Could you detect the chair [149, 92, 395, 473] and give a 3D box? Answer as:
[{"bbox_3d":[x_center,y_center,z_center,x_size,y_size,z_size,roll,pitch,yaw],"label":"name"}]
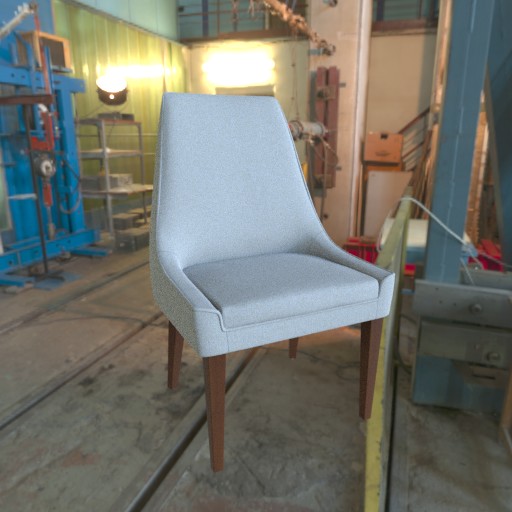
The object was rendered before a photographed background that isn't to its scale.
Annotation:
[{"bbox_3d":[0.000,0.000,1.201,0.529,0.861,0.544,-7,17,-25],"label":"chair"}]
